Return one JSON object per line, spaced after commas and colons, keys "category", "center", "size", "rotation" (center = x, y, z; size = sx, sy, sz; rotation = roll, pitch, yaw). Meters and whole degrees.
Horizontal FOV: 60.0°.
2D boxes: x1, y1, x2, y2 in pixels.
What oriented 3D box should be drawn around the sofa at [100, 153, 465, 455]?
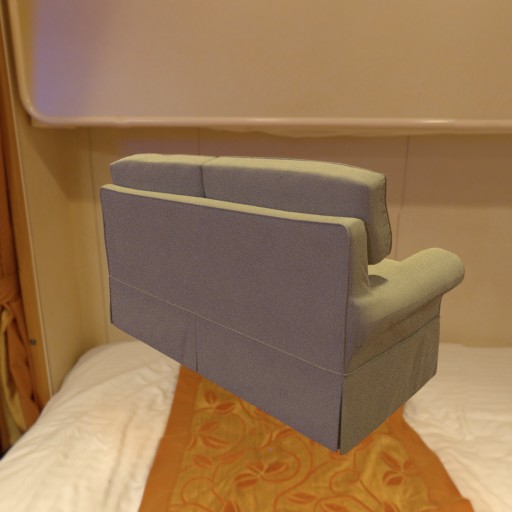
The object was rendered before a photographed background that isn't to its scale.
{"category": "sofa", "center": [0.000, 0.000, 2.293], "size": [1.823, 1.024, 0.841], "rotation": [14, 20, 43]}
